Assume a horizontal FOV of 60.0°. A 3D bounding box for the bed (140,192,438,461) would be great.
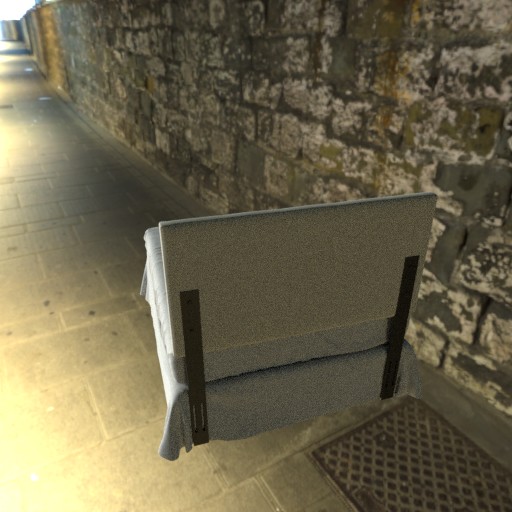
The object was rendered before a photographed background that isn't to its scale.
[{"bbox_3d":[0.000,0.000,3.614,1.936,1.577,2.222,-8,28,-15],"label":"bed"}]
